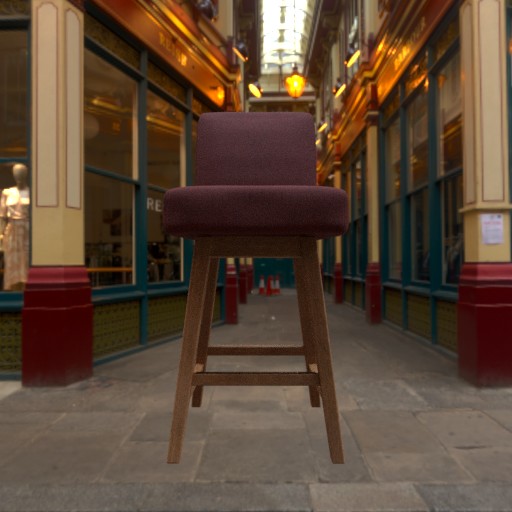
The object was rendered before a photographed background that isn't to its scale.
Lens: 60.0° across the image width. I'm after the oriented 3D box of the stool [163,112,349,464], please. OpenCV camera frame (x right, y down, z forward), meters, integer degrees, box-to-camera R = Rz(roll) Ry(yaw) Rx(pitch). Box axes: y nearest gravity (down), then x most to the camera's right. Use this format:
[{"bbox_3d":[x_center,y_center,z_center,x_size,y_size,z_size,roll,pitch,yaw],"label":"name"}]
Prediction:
[{"bbox_3d":[0.000,0.000,1.346,0.468,1.038,0.562,0,0,0],"label":"stool"}]
